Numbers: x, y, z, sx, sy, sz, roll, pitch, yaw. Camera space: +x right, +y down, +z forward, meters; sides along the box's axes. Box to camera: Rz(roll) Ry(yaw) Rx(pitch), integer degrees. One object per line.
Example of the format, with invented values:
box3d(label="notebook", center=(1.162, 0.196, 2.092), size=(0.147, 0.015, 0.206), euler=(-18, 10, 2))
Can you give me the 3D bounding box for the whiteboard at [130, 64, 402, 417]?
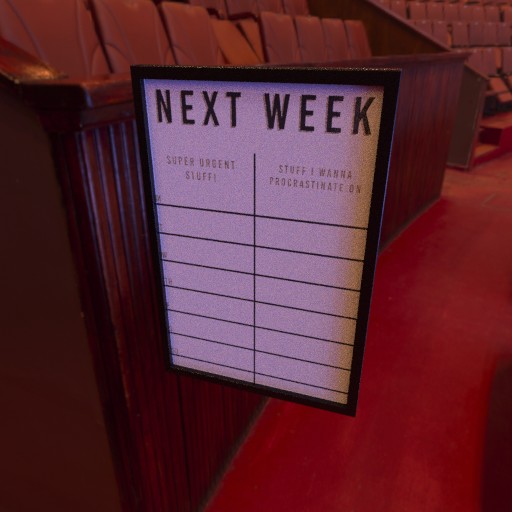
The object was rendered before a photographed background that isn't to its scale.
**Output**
box3d(label="whiteboard", center=(0.000, 0.000, 0.776), size=(0.406, 0.611, 0.026), euler=(8, 27, 17))
